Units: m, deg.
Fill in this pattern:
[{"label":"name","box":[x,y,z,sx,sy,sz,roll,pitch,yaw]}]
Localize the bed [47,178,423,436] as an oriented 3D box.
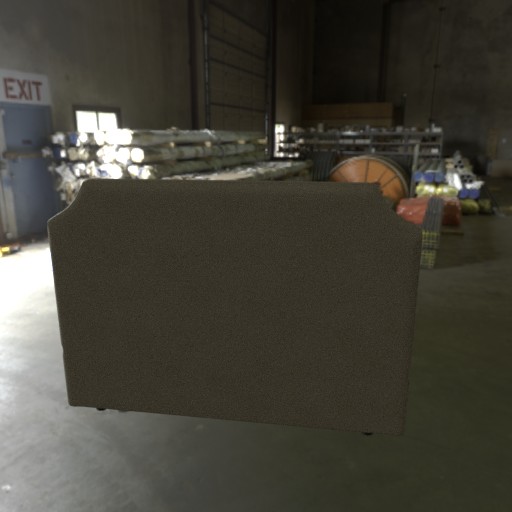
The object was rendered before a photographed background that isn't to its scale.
[{"label":"bed","box":[0.000,0.000,3.222,1.831,1.297,2.181,2,16,8]}]
